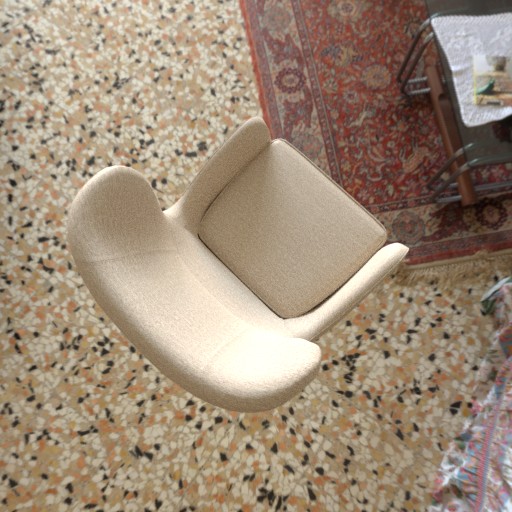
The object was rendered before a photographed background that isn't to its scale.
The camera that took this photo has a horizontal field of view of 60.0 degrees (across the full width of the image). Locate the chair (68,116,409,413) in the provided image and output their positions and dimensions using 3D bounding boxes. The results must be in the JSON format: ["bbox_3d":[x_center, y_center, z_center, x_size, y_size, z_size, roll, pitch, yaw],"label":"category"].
[{"bbox_3d":[0.000,0.000,1.752,0.861,1.064,0.984,44,80,10],"label":"chair"}]
